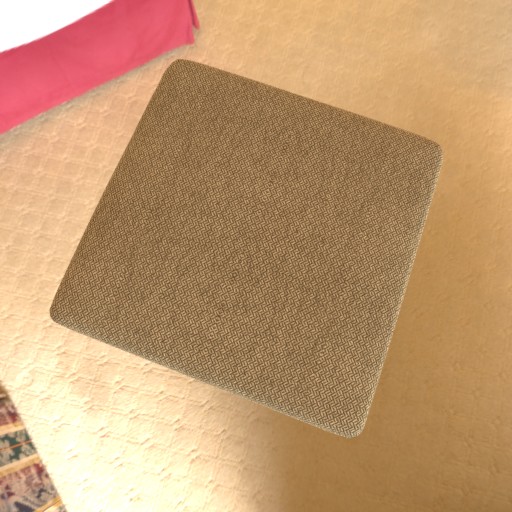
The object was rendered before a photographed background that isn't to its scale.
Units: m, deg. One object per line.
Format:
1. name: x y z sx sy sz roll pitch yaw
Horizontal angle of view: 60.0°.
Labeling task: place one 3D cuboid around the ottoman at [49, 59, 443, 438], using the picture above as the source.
1. ottoman: 0.000 0.000 0.899 0.519 0.453 0.512 20 77 5
